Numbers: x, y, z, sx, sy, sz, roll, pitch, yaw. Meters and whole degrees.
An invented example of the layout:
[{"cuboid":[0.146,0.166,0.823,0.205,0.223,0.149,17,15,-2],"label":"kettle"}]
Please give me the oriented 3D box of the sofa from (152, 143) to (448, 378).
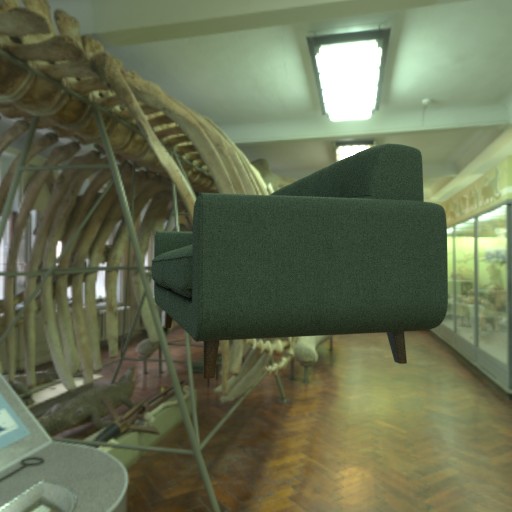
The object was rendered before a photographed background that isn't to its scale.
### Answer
[{"cuboid":[0.000,0.000,2.188,0.909,0.841,1.631,0,-1,-17],"label":"sofa"}]
